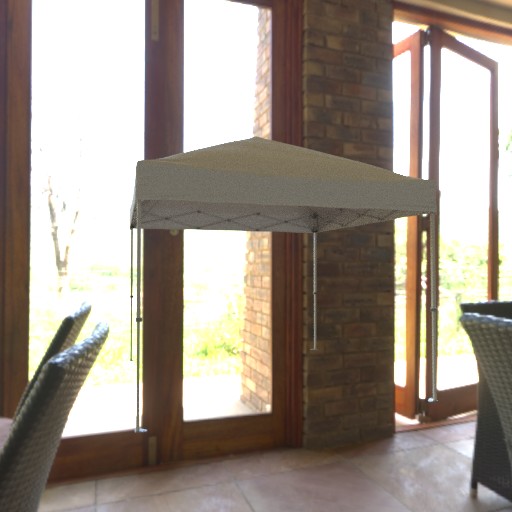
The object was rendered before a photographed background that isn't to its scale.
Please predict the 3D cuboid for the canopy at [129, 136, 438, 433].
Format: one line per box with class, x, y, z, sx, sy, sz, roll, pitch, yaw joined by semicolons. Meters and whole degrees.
canopy;0.000;0.000;5.521;2.998;2.997;2.996;0;-1;-17
